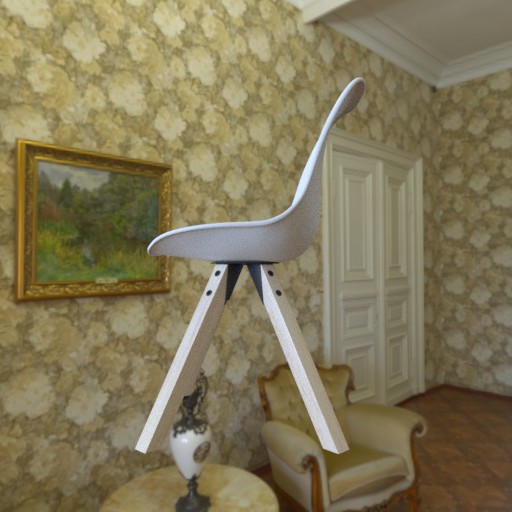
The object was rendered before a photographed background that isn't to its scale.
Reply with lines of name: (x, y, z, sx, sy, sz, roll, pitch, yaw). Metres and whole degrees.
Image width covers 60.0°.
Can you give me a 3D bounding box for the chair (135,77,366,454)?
chair: (0.000, 0.000, 1.168, 0.550, 0.850, 0.485, 0, -1, 0)
